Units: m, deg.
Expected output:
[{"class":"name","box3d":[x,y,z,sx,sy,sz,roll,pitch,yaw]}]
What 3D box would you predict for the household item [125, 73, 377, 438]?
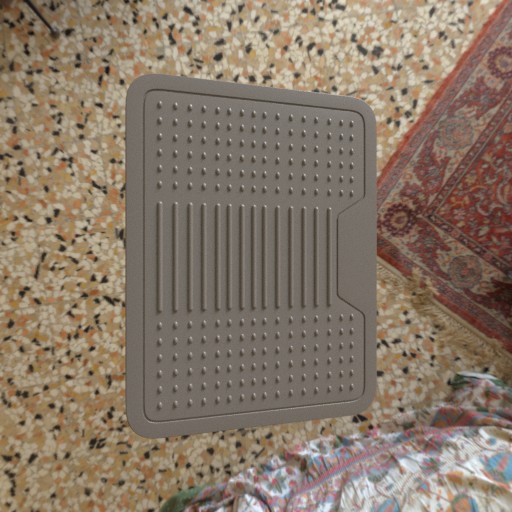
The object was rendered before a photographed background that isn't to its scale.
[{"class":"household item","box3d":[0.000,0.000,0.525,0.301,0.126,0.390,0,90,0]}]
